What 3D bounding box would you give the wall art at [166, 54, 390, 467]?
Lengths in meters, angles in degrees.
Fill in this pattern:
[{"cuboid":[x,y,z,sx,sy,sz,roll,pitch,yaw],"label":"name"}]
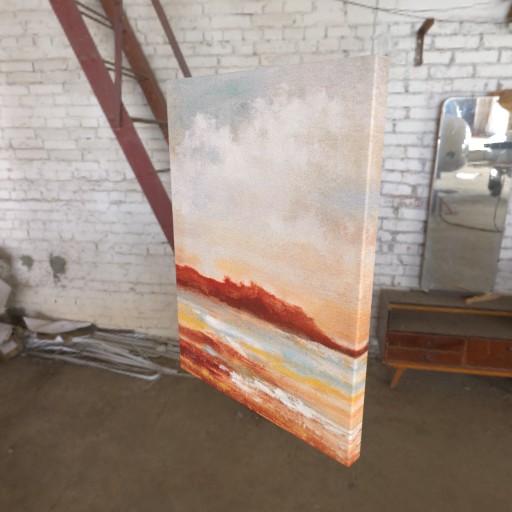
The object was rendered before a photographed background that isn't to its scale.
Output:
[{"cuboid":[0.000,0.000,0.779,0.443,0.605,0.035,15,22,42],"label":"wall art"}]
